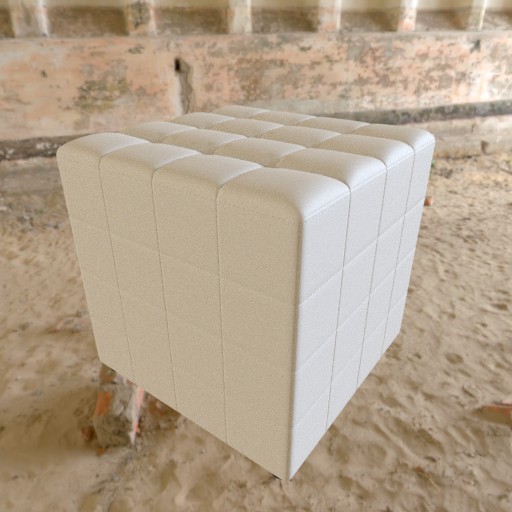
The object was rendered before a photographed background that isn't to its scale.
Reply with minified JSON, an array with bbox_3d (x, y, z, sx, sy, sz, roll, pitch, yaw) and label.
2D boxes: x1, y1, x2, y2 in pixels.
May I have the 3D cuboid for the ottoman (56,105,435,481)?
[{"bbox_3d":[0.000,0.000,0.779,0.425,0.432,0.425,19,33,32],"label":"ottoman"}]
